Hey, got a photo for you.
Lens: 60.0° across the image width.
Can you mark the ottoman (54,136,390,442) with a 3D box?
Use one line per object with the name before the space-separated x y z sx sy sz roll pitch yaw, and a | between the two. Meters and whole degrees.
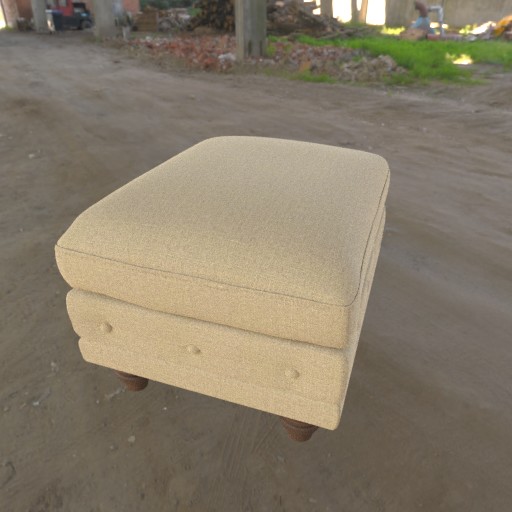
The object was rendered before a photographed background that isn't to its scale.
ottoman | 0.000 0.000 1.035 0.541 0.463 0.684 10 31 18
